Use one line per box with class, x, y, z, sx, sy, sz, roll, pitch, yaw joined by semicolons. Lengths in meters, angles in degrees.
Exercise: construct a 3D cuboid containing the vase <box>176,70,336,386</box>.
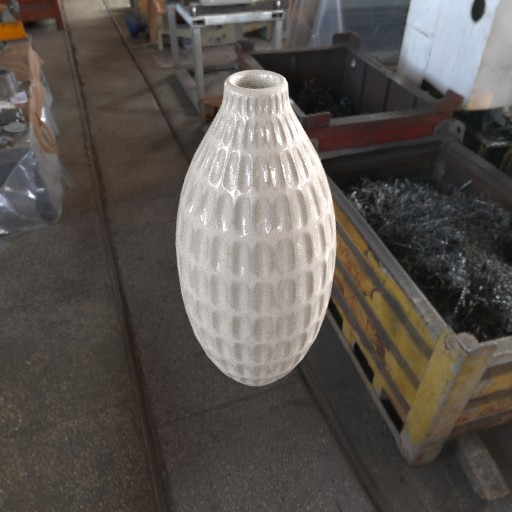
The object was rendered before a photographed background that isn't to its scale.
vase;0.000;0.000;0.360;0.127;0.282;0.127;0;41;0
